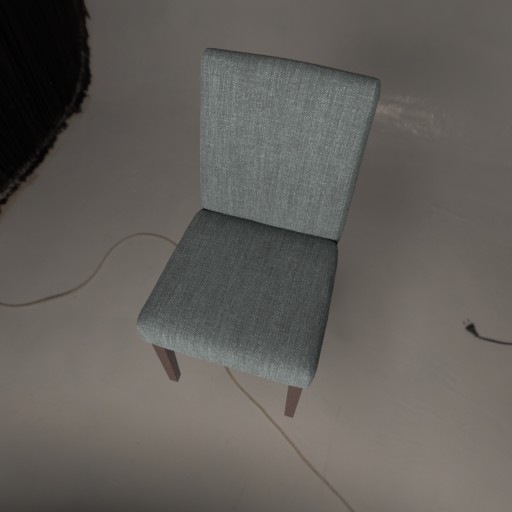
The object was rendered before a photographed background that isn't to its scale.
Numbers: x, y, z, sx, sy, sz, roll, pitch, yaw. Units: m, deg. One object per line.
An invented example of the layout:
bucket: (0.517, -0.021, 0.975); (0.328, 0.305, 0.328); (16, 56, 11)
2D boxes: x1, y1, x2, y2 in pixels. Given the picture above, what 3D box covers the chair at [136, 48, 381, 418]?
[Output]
chair: (0.000, 0.000, 1.281); (0.487, 0.884, 0.629); (14, 58, 9)
